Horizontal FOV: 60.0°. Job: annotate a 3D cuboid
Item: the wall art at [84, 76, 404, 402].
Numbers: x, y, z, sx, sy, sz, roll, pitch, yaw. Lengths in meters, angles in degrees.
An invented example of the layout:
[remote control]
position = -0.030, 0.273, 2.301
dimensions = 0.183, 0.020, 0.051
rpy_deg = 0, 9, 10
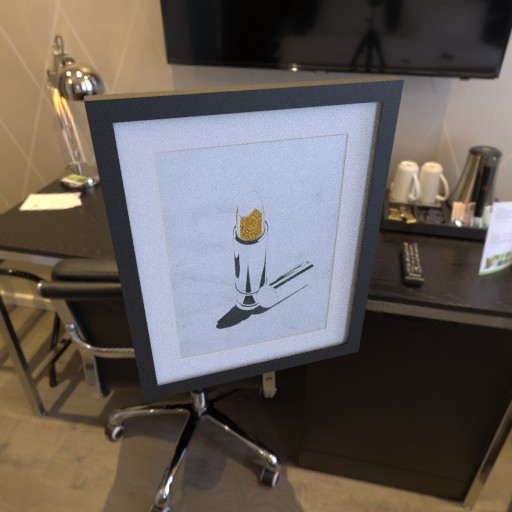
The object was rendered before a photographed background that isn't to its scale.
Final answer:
[wall art]
position = 0.000, 0.000, 0.769
dimensions = 0.457, 0.559, 0.029
rpy_deg = -9, 33, -14
